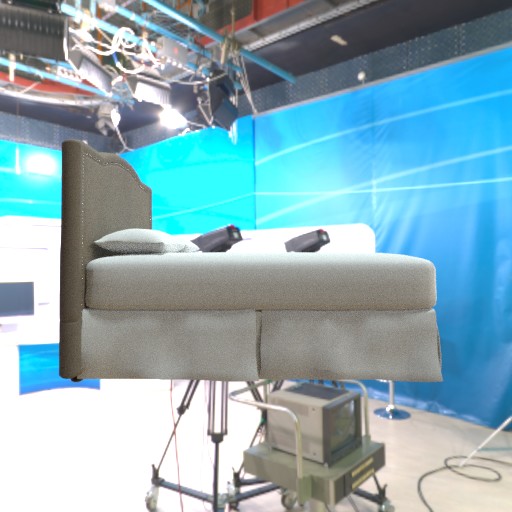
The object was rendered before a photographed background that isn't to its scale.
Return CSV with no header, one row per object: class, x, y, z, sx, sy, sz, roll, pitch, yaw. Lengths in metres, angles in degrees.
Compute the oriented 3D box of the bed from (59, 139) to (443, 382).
bed,0.000,0.000,3.252,2.128,1.441,1.744,0,-1,0
